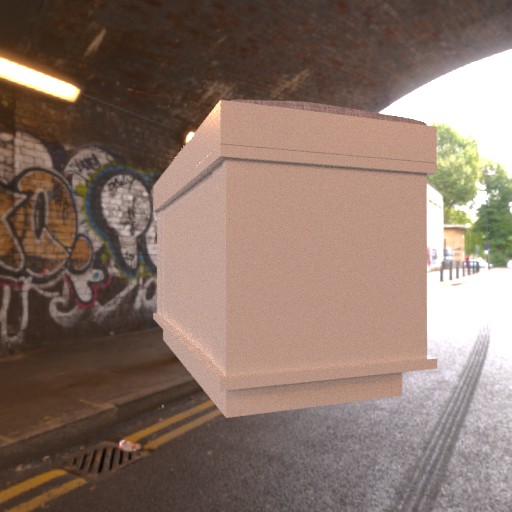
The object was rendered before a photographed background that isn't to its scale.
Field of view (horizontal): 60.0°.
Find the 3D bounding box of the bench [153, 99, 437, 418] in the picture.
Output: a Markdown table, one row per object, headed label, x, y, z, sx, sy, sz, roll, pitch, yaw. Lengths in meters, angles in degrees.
| label | x | y | z | sx | sy | sz | roll | pitch | yaw |
| --- | --- | --- | --- | --- | --- | --- | --- | --- | --- |
| bench | 0.000 | 0.000 | 0.983 | 0.362 | 0.461 | 0.734 | 0 | 0 | -20 |
